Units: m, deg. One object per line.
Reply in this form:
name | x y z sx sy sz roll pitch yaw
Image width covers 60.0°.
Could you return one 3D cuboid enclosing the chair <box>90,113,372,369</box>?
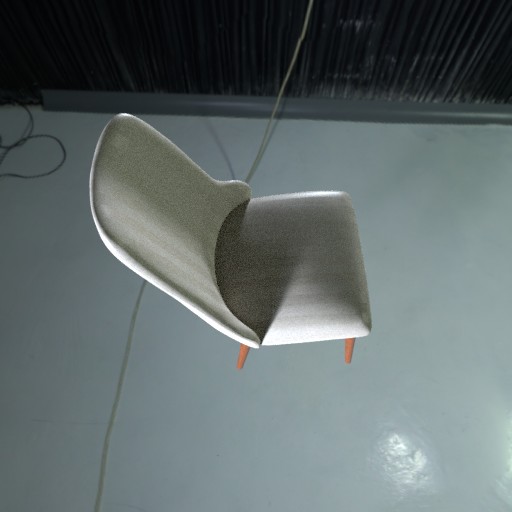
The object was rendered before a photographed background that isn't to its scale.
chair | 0.000 0.000 1.328 0.684 0.917 0.526 -3 66 -1
